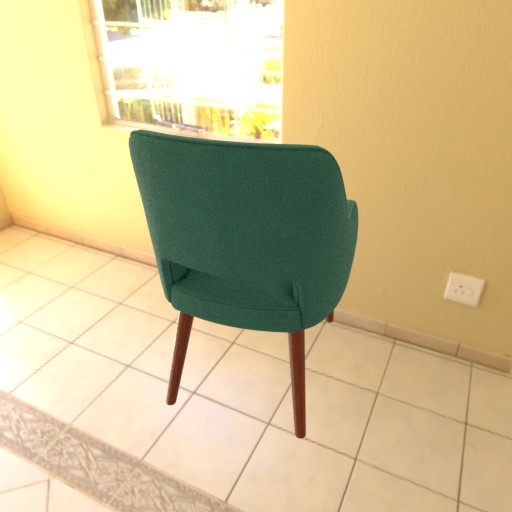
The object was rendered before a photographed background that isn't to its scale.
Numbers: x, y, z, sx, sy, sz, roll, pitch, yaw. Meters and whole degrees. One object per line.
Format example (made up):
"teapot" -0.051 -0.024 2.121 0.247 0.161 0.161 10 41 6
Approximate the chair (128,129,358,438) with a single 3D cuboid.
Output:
"chair" 0.000 0.000 1.286 0.548 0.849 0.605 9 33 14
